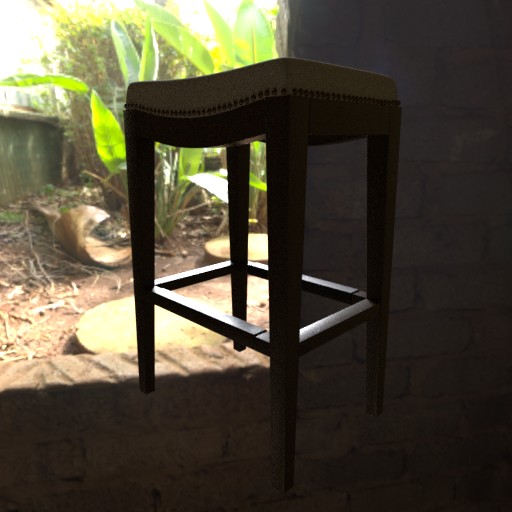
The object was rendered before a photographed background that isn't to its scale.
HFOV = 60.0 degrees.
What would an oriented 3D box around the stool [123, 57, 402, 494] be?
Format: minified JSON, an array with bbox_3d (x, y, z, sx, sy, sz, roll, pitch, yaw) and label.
[{"bbox_3d":[0.000,0.000,1.011,0.498,0.759,0.358,14,20,43],"label":"stool"}]
